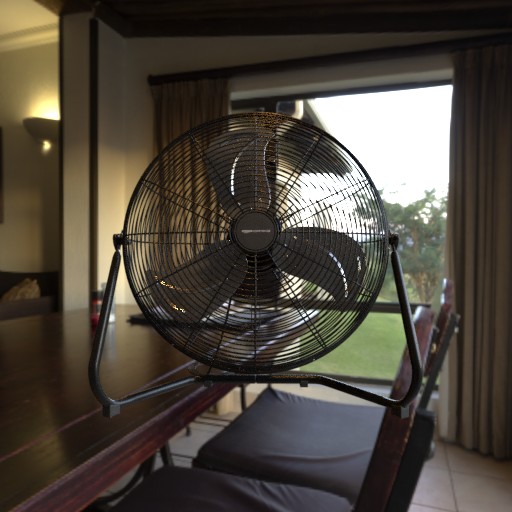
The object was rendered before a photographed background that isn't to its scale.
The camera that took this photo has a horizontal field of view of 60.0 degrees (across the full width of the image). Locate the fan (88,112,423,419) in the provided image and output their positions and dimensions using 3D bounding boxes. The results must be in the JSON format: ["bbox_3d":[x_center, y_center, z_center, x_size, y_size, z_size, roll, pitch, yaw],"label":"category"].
[{"bbox_3d":[0.000,0.000,0.936,0.555,0.546,0.424,0,1,0],"label":"fan"}]
